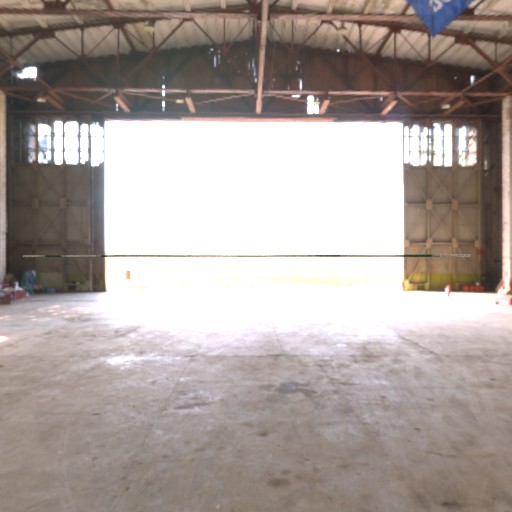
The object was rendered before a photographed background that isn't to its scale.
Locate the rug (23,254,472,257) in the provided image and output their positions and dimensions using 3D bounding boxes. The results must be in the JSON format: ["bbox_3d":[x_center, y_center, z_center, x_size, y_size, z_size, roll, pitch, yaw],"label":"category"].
[{"bbox_3d":[0.000,0.000,2.983,2.436,0.015,1.521,0,0,19],"label":"rug"}]
